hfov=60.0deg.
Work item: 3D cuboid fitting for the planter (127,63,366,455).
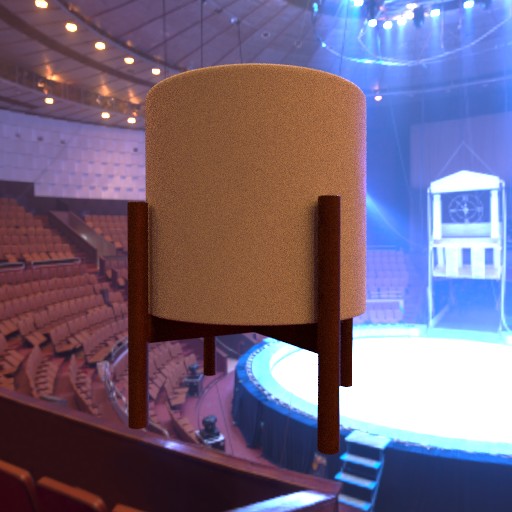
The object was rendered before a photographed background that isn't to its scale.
[{"bbox_3d":[0.000,0.000,0.869,0.421,0.581,0.420,0,1,19],"label":"planter"}]
